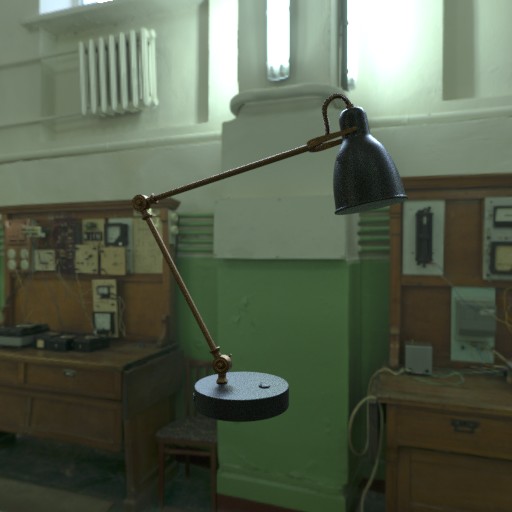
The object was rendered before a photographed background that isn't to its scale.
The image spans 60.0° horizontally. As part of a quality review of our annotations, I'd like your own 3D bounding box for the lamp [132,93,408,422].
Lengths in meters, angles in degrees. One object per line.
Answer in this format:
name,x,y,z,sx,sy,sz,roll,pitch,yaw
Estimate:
lamp,0.000,0.000,0.866,0.561,0.587,0.187,0,1,19
